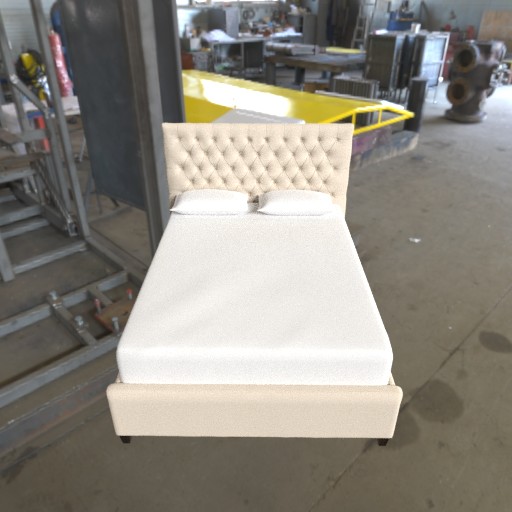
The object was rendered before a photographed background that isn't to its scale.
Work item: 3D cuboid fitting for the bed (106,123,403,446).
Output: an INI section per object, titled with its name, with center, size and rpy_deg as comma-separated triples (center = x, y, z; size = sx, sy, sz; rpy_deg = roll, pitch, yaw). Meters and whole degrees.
[bed]
center = 0.000, 0.000, 3.307
size = 1.696, 1.426, 2.233
rpy_deg = 0, 31, 1
